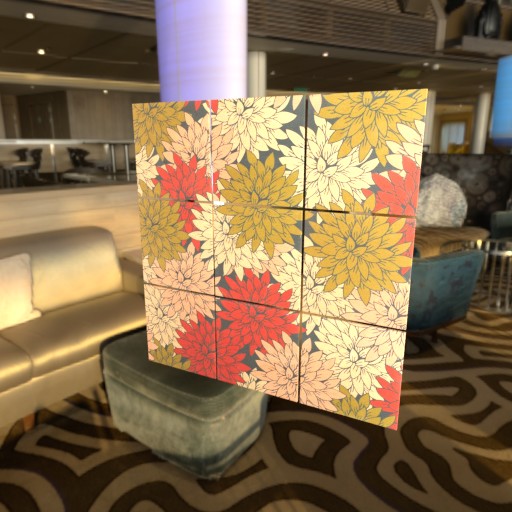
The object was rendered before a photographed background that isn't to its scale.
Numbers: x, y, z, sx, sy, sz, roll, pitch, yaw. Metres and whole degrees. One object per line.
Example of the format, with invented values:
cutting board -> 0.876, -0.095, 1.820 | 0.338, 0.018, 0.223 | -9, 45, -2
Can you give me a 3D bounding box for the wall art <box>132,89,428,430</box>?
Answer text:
wall art -> 0.000, 0.000, 2.271 | 1.519, 1.534, 0.013 | 7, 16, 27
